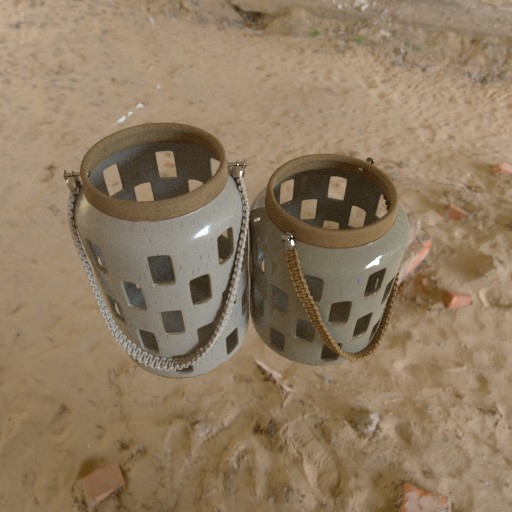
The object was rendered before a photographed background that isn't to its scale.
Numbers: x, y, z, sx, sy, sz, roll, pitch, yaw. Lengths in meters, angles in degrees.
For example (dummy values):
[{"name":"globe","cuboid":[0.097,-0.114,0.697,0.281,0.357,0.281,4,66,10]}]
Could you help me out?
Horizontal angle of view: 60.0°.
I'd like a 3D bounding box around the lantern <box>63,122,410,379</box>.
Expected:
[{"name":"lantern","cuboid":[0.000,0.000,0.487,0.347,0.255,0.184,-5,46,-4]}]
